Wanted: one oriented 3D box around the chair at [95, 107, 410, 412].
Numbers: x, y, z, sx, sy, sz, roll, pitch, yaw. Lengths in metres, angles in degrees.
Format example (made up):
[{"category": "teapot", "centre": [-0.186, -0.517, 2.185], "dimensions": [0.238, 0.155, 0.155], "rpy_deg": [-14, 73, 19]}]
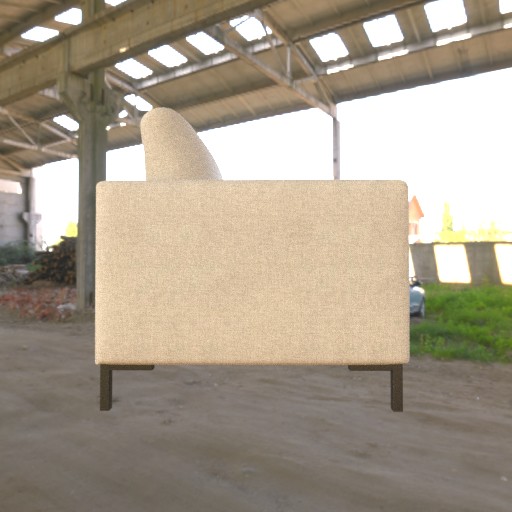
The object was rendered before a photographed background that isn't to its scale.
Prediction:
[{"category": "chair", "centre": [0.000, 0.000, 1.646], "dimensions": [0.866, 0.861, 0.963], "rpy_deg": [0, -1, 1]}]
